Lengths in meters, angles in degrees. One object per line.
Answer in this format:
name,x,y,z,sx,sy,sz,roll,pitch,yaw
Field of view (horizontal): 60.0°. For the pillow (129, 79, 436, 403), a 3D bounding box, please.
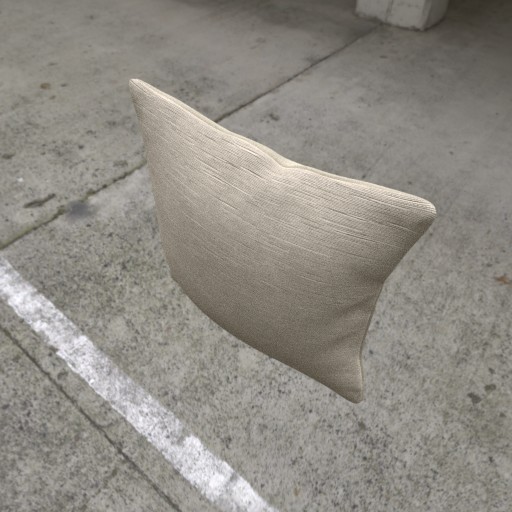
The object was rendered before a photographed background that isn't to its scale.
pillow,0.000,0.000,0.657,0.437,0.420,0.162,30,53,26
